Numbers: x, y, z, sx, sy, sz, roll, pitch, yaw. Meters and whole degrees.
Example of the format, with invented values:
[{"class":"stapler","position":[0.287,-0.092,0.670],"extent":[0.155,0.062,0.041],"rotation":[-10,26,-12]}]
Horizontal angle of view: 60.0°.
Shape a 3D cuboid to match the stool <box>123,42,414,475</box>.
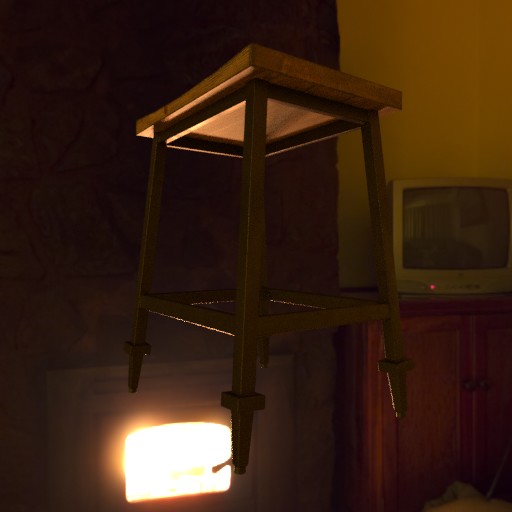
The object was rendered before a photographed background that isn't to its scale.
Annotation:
[{"class":"stool","position":[0.000,0.000,0.934],"extent":[0.405,0.625,0.486],"rotation":[0,1,-35]}]
